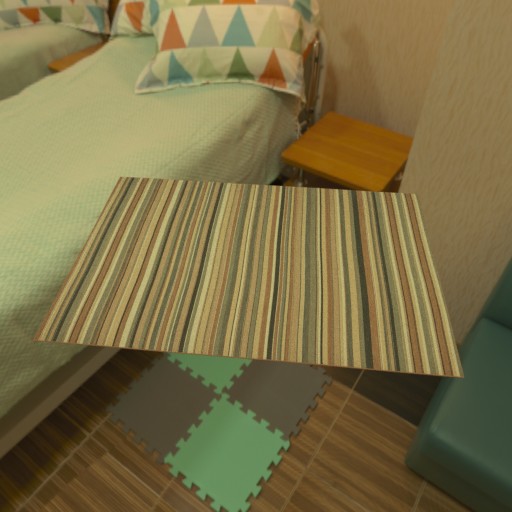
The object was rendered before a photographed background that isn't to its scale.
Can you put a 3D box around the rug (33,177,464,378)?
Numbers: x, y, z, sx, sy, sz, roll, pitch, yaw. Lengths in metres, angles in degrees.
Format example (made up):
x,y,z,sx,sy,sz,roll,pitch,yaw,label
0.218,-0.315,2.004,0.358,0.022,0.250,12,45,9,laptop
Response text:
x,y,z,sx,sy,sz,roll,pitch,yaw,label
0.000,0.000,2.288,1.829,0.008,1.219,4,46,4,rug
